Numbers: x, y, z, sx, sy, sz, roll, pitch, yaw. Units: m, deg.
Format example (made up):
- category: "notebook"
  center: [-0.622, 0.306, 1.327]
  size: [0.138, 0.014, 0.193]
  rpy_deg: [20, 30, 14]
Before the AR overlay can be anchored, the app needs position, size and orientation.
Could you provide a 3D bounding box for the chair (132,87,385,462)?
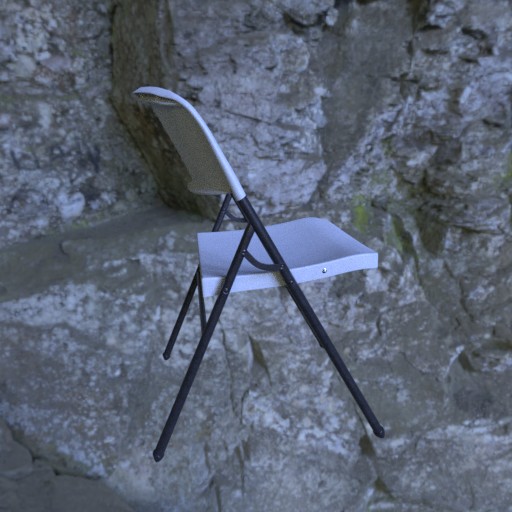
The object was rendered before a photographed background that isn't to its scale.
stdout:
- category: "chair"
  center: [0.000, 0.000, 1.159]
  size: [0.566, 0.810, 0.494]
  rpy_deg: [-2, 16, -8]
